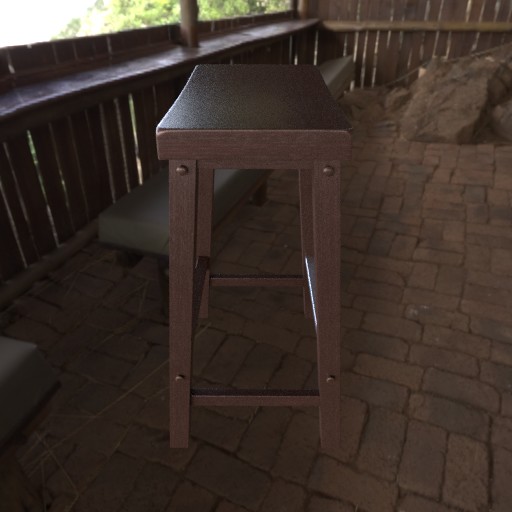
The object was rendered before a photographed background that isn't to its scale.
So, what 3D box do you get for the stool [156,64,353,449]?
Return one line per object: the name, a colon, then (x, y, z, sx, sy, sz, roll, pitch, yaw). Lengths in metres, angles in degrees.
stool: (0.000, 0.000, 0.843, 0.322, 0.610, 0.406, 0, 33, 0)
